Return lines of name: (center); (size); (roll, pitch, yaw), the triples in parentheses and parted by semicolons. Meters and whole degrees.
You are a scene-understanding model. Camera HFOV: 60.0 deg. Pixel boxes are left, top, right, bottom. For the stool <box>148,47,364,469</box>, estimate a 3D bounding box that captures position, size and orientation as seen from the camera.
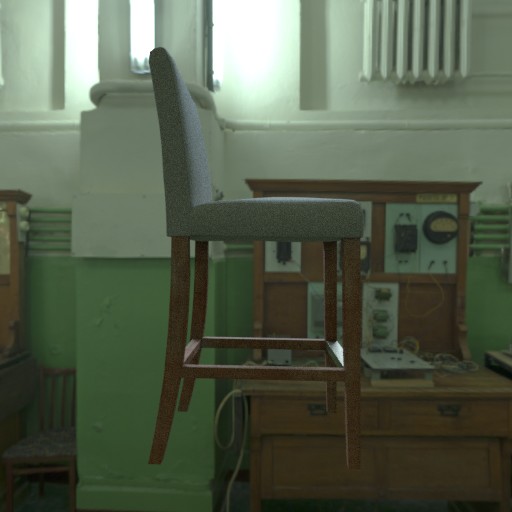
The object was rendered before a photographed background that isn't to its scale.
stool: (0.000, 0.000, 1.348); (0.570, 1.088, 0.439); (0, 1, 1)
